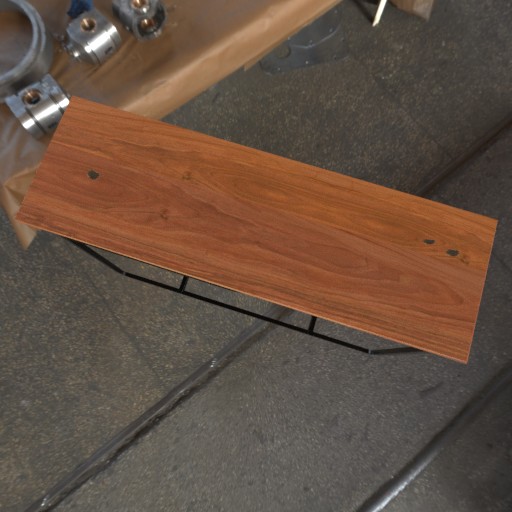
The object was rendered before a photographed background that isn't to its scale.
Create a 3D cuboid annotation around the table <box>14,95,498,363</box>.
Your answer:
[{"bbox_3d":[0.000,0.000,1.422,1.100,0.750,0.350,17,77,4],"label":"table"}]
